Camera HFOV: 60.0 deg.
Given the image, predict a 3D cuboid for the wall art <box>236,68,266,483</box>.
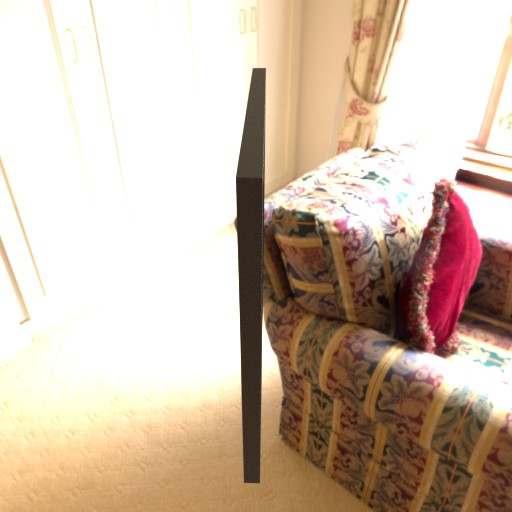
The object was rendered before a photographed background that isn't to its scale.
[{"bbox_3d":[0.000,0.000,1.138,0.038,0.763,0.763,1,34,1],"label":"wall art"}]
